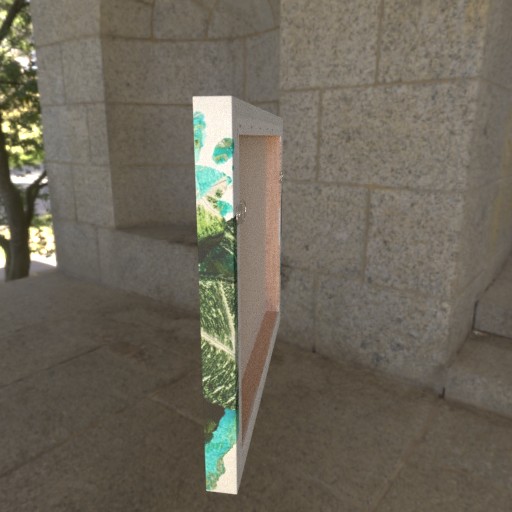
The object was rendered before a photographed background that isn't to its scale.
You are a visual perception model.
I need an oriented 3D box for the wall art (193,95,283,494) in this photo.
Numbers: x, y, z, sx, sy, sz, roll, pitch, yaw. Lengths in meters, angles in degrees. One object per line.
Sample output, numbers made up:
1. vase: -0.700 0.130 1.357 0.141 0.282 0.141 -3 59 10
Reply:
1. wall art: 0.000 0.000 0.700 0.041 0.435 0.507 2 15 8
